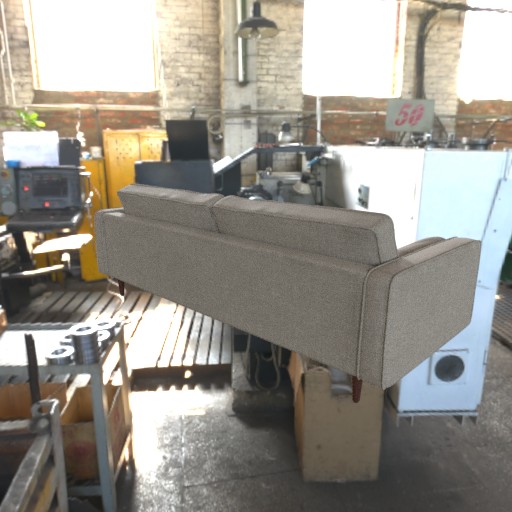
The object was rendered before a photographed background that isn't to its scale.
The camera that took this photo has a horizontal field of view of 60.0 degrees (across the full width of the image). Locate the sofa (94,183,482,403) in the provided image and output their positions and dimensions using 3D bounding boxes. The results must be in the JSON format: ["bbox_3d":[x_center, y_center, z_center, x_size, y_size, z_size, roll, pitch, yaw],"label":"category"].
[{"bbox_3d":[0.000,0.000,2.601,2.211,0.762,0.914,14,20,42],"label":"sofa"}]
